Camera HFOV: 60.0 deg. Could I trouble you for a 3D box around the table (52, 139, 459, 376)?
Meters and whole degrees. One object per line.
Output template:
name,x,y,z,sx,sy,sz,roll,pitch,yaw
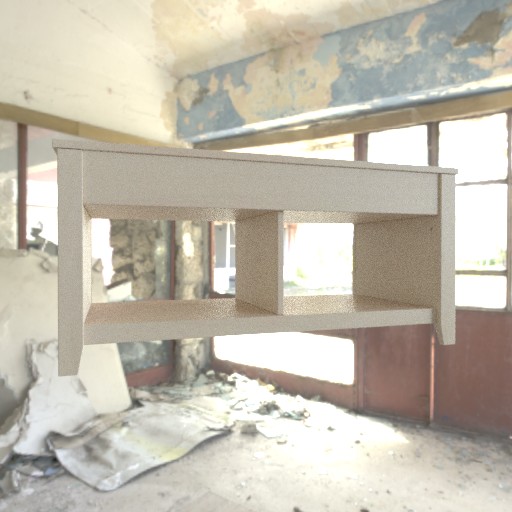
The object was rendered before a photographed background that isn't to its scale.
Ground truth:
table,0.000,0.000,1.272,1.016,0.483,0.457,0,1,-18
